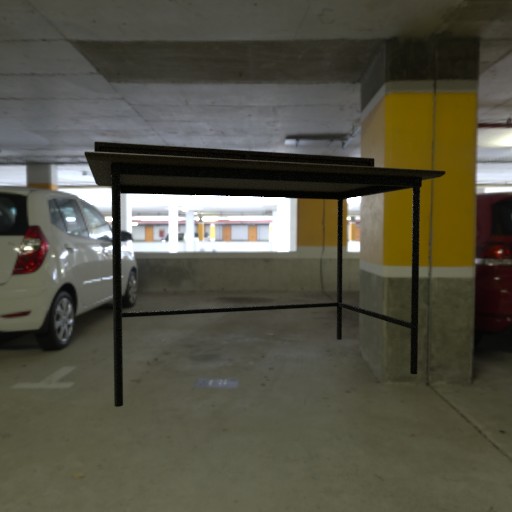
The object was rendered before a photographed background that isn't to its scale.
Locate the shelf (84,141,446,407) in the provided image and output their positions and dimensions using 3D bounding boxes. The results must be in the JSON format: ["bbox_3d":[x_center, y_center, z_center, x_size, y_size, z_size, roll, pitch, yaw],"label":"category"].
[{"bbox_3d":[0.000,0.000,1.751,1.212,0.865,0.685,-1,3,-17],"label":"shelf"}]
